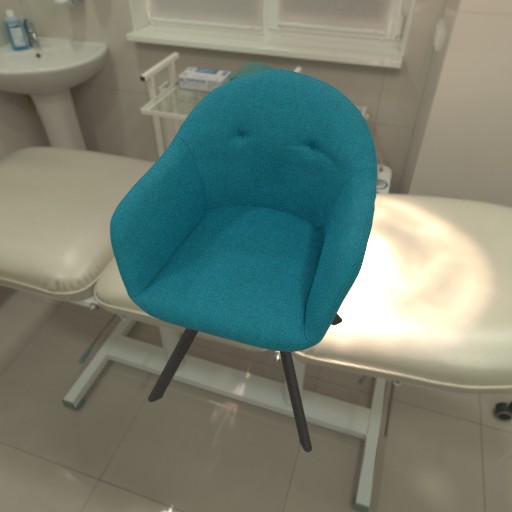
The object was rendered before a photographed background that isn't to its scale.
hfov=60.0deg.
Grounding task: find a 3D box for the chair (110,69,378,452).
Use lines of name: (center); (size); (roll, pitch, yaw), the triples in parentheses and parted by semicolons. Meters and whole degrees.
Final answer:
chair: (0.000, 0.000, 1.162); (0.545, 0.775, 0.565); (12, 43, 13)
